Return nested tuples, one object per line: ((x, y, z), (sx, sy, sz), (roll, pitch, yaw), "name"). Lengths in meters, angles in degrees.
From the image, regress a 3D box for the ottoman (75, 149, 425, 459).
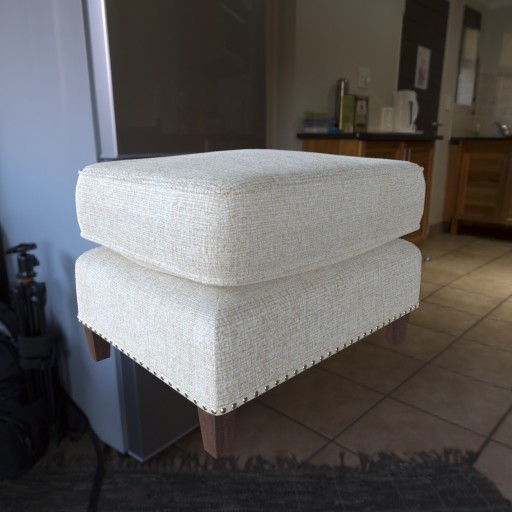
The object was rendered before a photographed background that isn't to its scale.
((0.000, 0.000, 1.145), (0.738, 0.537, 0.589), (-14, 21, -42), "ottoman")
